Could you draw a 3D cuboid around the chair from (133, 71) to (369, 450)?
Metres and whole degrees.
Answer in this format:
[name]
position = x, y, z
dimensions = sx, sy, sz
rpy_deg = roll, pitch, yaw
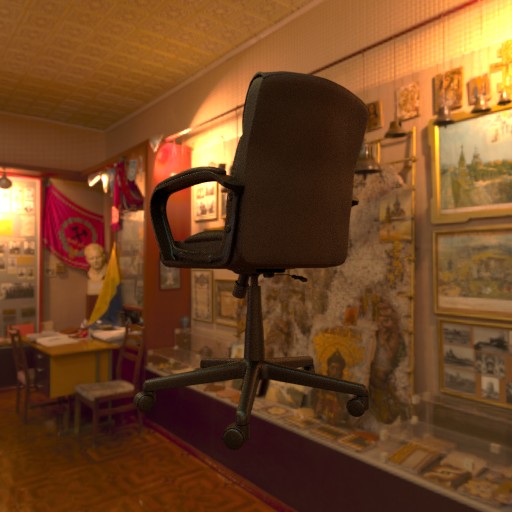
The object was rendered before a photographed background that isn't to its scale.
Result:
[chair]
position = 0.000, 0.000, 1.523
dimensions = 0.739, 1.004, 0.717
rpy_deg = 1, -1, -37
